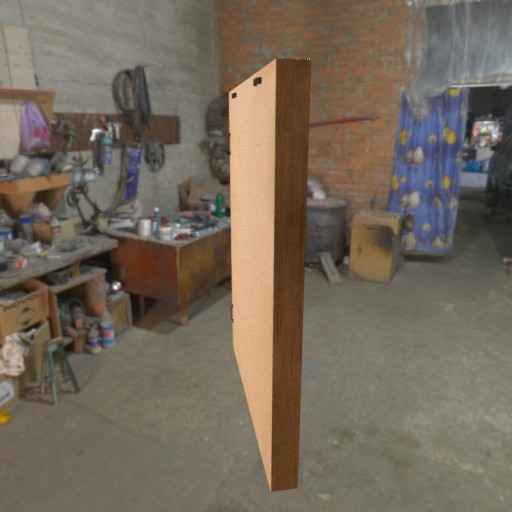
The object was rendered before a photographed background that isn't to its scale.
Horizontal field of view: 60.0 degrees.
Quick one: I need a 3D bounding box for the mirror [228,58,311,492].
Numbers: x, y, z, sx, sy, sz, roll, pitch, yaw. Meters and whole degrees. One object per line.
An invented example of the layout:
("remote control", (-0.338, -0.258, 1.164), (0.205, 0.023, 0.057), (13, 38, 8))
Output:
("mirror", (0.000, 0.000, 0.688), (0.041, 0.509, 0.406), (-3, 16, -9))
